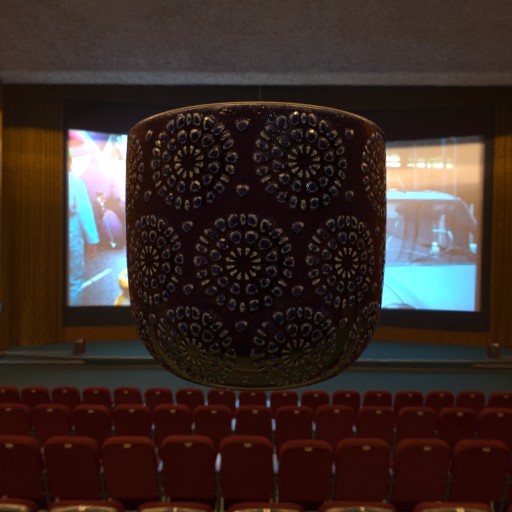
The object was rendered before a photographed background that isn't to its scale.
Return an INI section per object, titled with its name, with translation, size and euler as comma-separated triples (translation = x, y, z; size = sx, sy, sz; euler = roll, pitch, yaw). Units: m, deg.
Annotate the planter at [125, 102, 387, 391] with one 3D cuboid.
[planter]
translation = 0.000, 0.000, 0.292
size = 0.165, 0.149, 0.165
euler = 0, 0, 0
